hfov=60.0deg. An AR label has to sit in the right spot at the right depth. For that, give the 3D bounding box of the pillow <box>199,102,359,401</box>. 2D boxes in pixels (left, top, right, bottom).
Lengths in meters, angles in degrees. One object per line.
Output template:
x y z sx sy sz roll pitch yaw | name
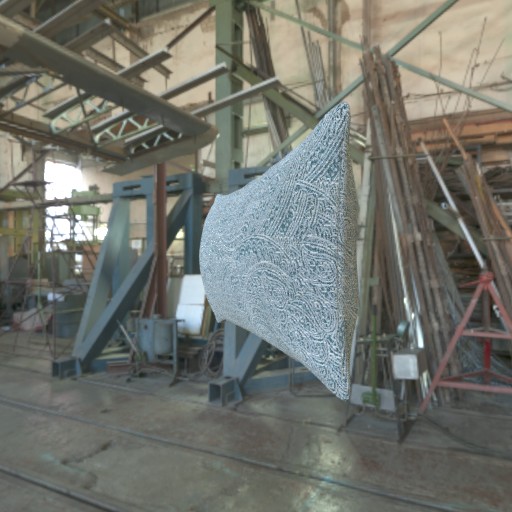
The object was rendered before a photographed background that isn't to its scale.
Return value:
0.000 0.000 0.723 0.151 0.295 0.615 0 -1 -17 | pillow
